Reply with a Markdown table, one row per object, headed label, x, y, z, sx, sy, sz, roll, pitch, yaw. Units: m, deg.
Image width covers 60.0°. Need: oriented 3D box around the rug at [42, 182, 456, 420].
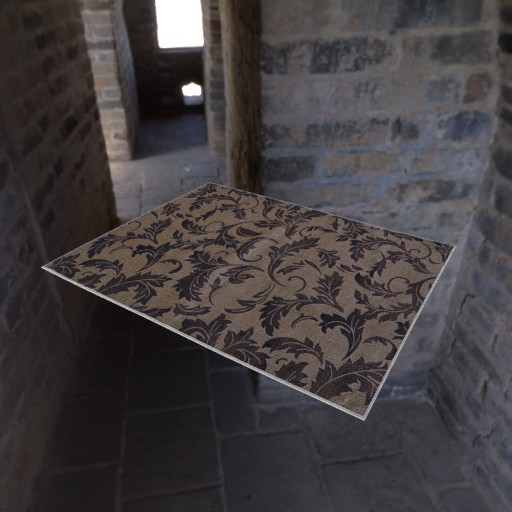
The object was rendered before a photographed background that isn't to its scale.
| label | x | y | z | sx | sy | sz | roll | pitch | yaw |
| --- | --- | --- | --- | --- | --- | --- | --- | --- | --- |
| rug | 0.000 | 0.000 | 4.038 | 2.977 | 0.008 | 2.380 | 18 | 36 | 28 |
